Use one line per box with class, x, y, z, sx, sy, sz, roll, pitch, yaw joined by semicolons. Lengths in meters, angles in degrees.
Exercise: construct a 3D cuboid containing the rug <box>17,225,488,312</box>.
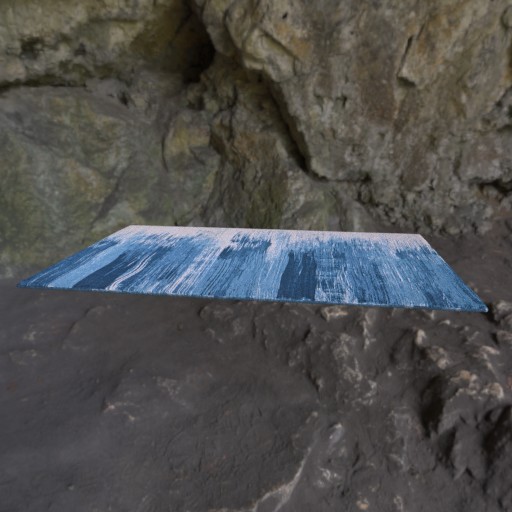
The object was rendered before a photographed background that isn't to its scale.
rug;0.000;0.000;2.978;2.450;0.027;1.540;2;16;8
